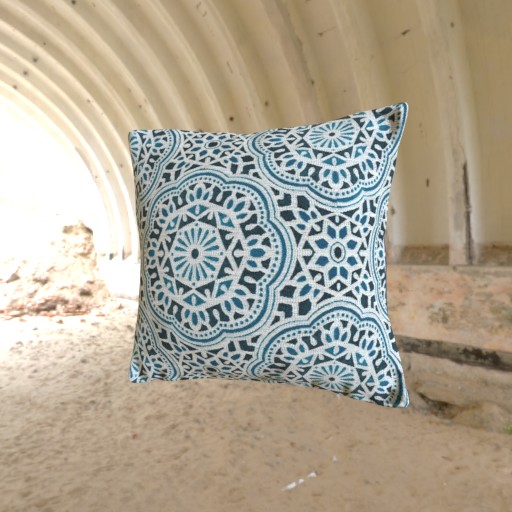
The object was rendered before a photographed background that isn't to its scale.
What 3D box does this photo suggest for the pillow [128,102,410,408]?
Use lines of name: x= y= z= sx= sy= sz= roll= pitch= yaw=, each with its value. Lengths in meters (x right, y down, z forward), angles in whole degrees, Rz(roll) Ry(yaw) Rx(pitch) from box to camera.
pillow: x=0.000 y=0.000 z=0.669 sx=0.440 sy=0.420 sz=0.145 roll=0 pitch=0 yaw=16
